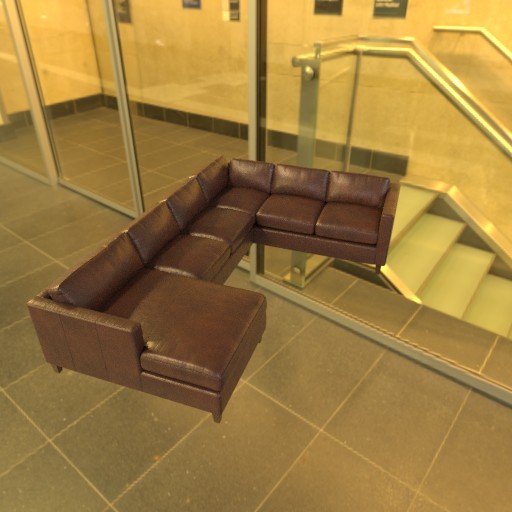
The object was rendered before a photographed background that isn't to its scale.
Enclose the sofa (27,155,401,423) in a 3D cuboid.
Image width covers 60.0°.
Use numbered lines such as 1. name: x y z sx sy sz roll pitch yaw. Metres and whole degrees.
1. sofa: 0.000 0.000 4.411 2.452 0.891 3.324 11 33 17
